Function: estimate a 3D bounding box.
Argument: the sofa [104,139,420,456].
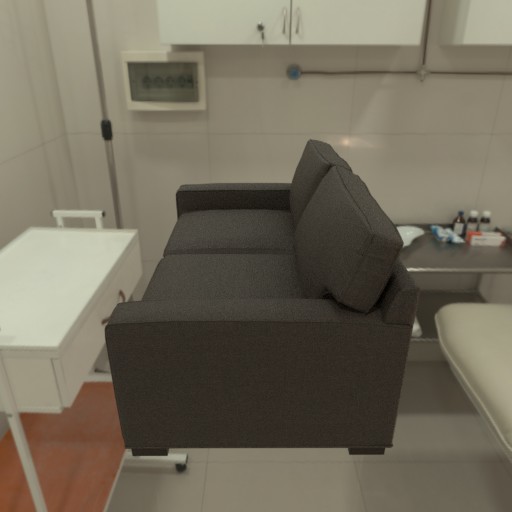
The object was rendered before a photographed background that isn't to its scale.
[{"bbox_3d":[0.000,0.000,2.098,0.974,0.887,1.534,0,25,0],"label":"sofa"}]
